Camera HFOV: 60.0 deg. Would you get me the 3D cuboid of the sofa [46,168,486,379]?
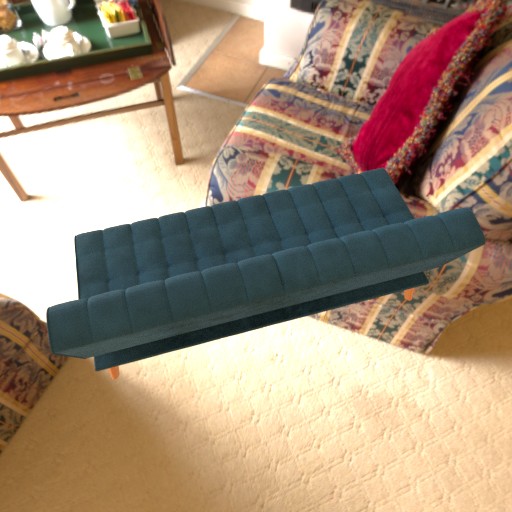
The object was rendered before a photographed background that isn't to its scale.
[{"bbox_3d":[0.000,0.000,2.286,1.804,0.813,0.855,-13,58,-8],"label":"sofa"}]
